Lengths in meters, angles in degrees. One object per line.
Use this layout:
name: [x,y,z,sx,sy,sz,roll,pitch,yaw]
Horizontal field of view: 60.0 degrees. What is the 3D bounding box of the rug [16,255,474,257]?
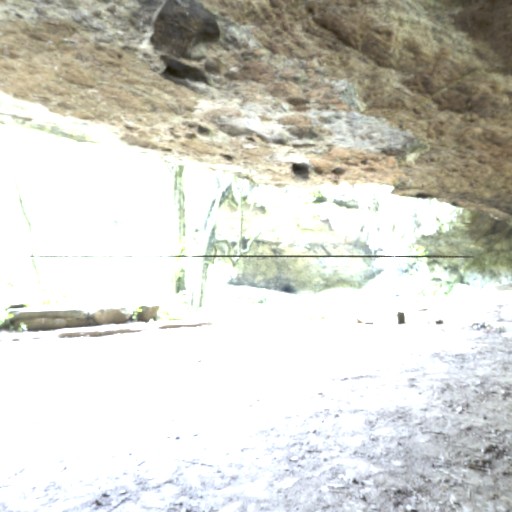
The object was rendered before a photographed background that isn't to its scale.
rug: [0.000,0.000,2.243,1.818,0.005,1.217,0,0,18]
